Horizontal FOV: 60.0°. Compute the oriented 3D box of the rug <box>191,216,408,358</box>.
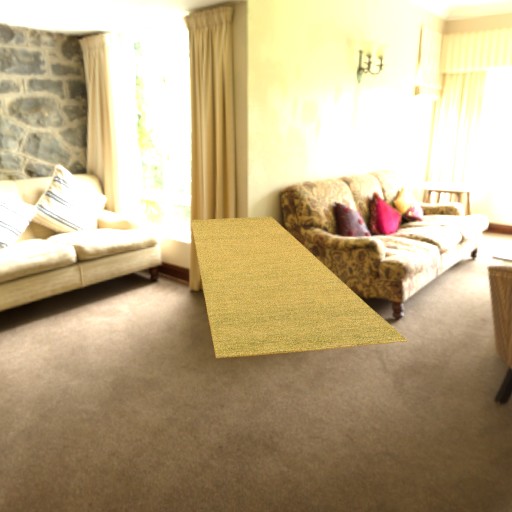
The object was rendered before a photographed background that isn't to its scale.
[{"bbox_3d":[0.000,0.000,2.620,0.686,0.013,2.340,-3,16,-10],"label":"rug"}]
